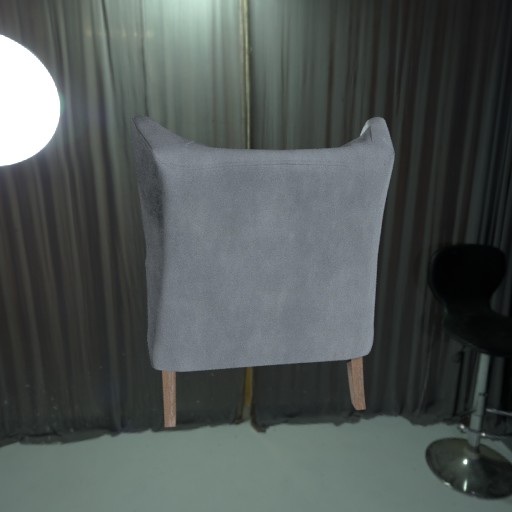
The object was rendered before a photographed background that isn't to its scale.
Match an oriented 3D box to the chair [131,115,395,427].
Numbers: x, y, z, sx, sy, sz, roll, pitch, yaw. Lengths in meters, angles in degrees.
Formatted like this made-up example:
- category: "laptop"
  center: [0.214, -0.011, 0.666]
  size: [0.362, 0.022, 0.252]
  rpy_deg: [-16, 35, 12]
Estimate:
- category: "chair"
  center: [0.000, 0.000, 1.601]
  size: [0.784, 0.950, 0.906]
  rpy_deg: [-2, 15, -8]
